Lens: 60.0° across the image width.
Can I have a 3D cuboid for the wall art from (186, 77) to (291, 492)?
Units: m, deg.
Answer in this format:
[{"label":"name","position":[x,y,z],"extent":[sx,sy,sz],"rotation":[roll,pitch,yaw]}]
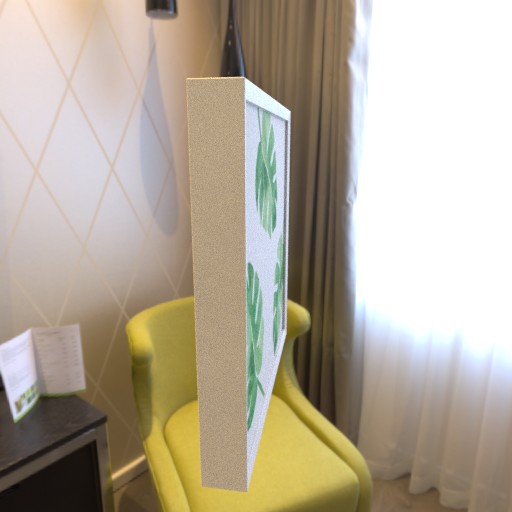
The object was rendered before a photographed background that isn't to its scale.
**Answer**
[{"label":"wall art","position":[0.000,0.000,0.459],"extent":[0.038,0.305,0.305],"rotation":[2,14,9]}]
